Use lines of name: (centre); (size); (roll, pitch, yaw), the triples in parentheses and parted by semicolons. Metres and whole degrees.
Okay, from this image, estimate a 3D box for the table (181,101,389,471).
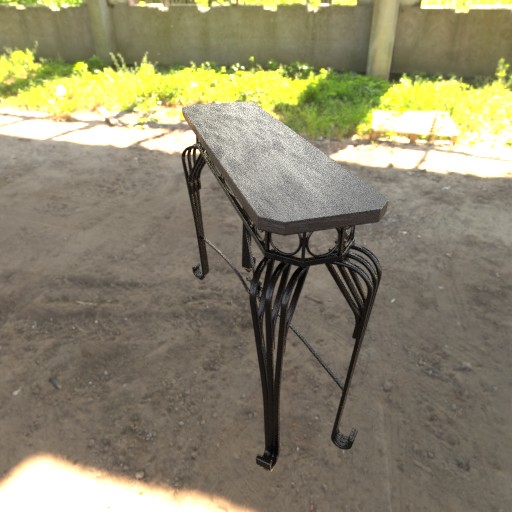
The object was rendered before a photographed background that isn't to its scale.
table: (0.000, 0.000, 1.525); (0.329, 0.800, 1.112); (-9, 32, -14)
